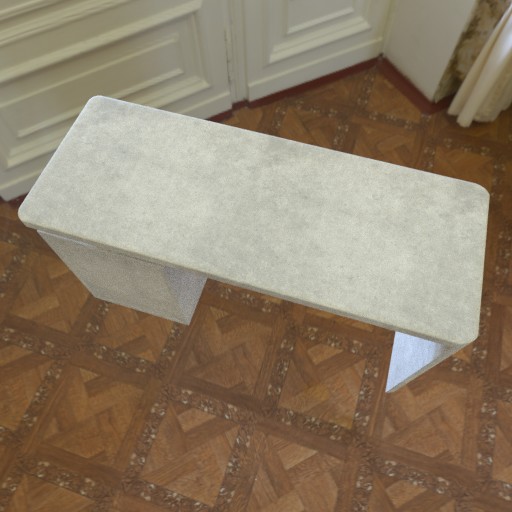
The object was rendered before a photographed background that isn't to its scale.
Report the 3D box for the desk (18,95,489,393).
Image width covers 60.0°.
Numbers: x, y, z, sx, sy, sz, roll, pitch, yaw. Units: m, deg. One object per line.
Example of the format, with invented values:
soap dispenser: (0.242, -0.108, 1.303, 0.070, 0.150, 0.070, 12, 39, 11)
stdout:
desk: (0.000, 0.000, 1.725, 1.400, 0.755, 0.550, 15, 64, 8)
